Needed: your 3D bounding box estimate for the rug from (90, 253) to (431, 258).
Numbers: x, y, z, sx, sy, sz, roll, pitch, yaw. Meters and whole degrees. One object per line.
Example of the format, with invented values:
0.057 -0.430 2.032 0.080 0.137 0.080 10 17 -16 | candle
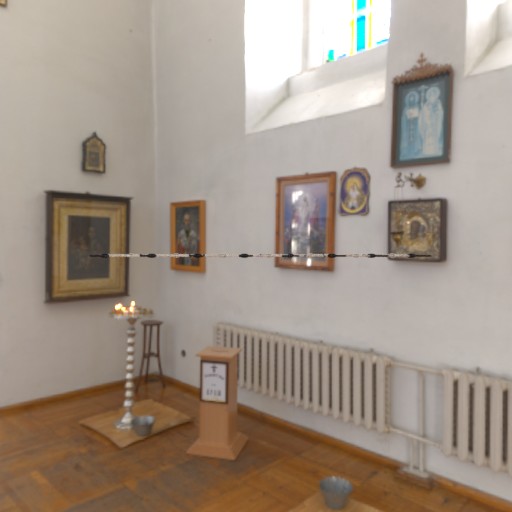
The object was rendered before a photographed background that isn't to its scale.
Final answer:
0.000 0.000 3.321 1.524 0.021 2.755 0 0 -1 | rug
